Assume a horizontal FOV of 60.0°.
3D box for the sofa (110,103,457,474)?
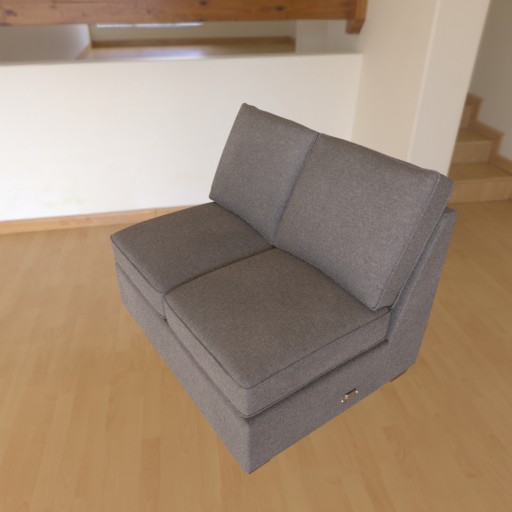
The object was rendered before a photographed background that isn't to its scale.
[{"bbox_3d":[0.000,0.000,1.976,0.951,1.008,1.237,-21,38,-29],"label":"sofa"}]
